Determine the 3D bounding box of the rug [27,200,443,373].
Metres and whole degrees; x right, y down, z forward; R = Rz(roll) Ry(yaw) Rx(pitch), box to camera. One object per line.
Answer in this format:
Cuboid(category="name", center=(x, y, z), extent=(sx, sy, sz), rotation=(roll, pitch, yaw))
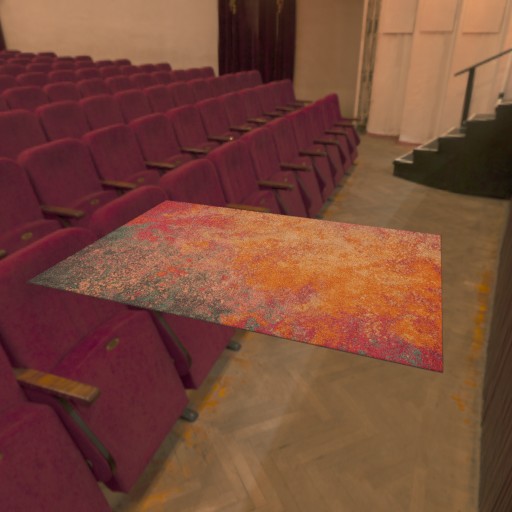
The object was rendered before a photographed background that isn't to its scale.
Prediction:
Cuboid(category="rug", center=(0.000, 0.000, 3.676), extent=(2.896, 0.013, 2.007), rotation=(9, 27, 18))
